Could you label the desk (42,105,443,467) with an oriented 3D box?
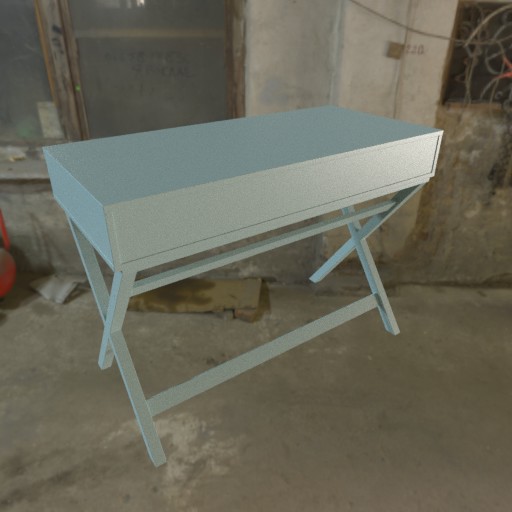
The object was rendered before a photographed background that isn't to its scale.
[{"bbox_3d":[0.000,0.000,1.471,1.059,0.780,0.509,-19,34,-30],"label":"desk"}]
